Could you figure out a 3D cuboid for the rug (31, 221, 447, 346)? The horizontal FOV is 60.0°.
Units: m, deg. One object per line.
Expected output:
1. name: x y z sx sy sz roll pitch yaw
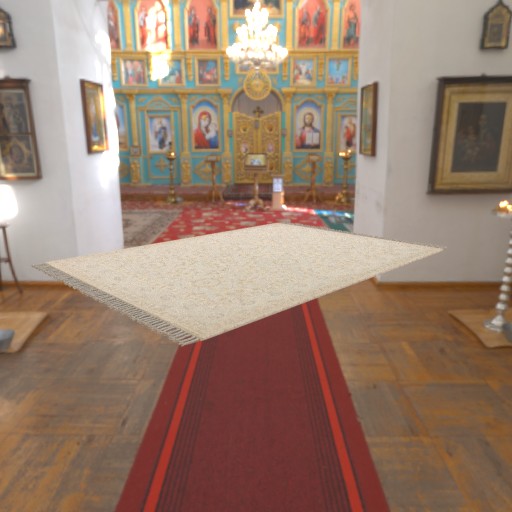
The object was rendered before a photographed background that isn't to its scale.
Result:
1. rug: 0.000 0.000 2.266 1.771 0.015 1.223 -13 19 -43
